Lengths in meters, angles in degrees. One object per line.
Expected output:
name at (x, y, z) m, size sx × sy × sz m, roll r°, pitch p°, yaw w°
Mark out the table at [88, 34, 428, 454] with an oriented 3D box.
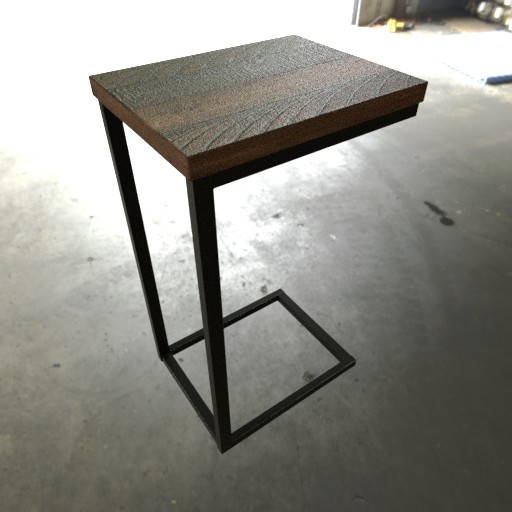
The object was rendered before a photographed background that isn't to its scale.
table at (0.000, 0.000, 0.913) m, size 0.414 × 0.718 × 0.323 m, roll -25°, pitch 46°, yaw -26°
